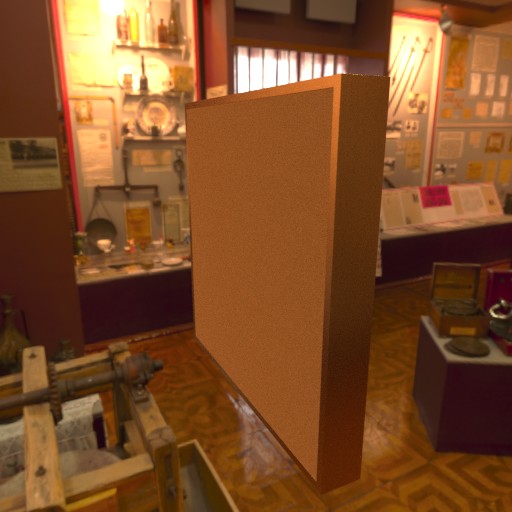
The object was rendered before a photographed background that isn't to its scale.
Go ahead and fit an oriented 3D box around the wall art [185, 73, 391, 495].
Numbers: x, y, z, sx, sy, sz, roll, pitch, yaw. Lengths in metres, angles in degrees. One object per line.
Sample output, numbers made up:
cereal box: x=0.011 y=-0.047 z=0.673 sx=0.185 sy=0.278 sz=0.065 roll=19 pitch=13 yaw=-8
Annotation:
wall art: x=0.000 y=0.000 z=0.442 sx=0.038 sy=0.304 sz=0.304 roll=-8 pitch=17 yaw=-25
